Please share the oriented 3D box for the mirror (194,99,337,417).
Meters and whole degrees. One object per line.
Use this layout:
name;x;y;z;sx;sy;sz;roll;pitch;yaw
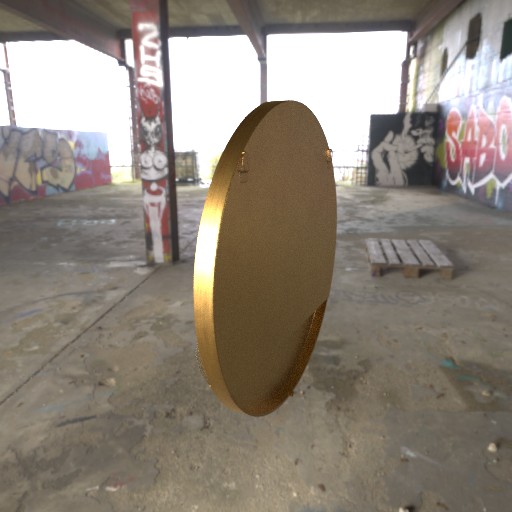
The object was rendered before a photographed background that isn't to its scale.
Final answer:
mirror;0.000;0.000;0.694;0.133;0.457;0.457;7;16;25
